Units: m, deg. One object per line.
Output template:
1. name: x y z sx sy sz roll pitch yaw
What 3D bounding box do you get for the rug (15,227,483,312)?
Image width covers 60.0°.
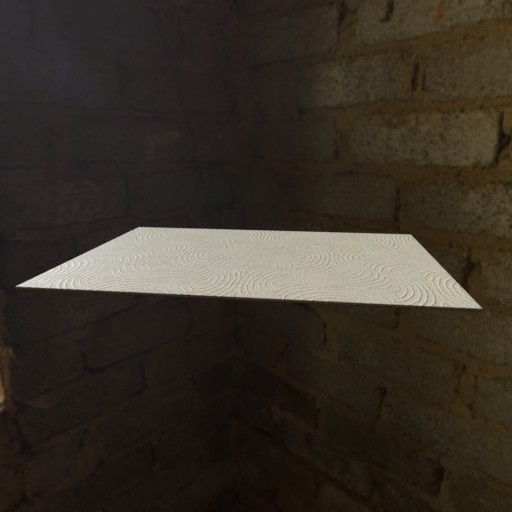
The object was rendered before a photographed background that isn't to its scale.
1. rug: 0.000 0.000 2.723 2.132 0.015 1.526 2 15 8
